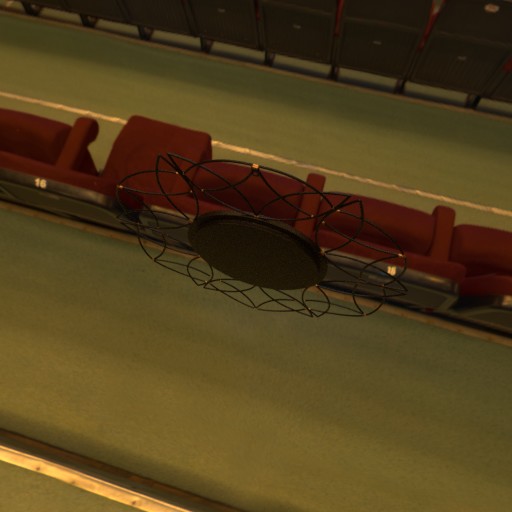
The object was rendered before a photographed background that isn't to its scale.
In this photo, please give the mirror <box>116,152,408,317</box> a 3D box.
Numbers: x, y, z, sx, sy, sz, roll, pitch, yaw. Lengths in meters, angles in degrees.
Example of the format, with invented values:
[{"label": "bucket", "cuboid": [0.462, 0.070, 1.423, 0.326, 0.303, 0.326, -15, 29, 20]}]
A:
[{"label": "mirror", "cuboid": [0.000, 0.000, 1.170, 0.797, 0.775, 0.028, 14, 64, 7]}]
